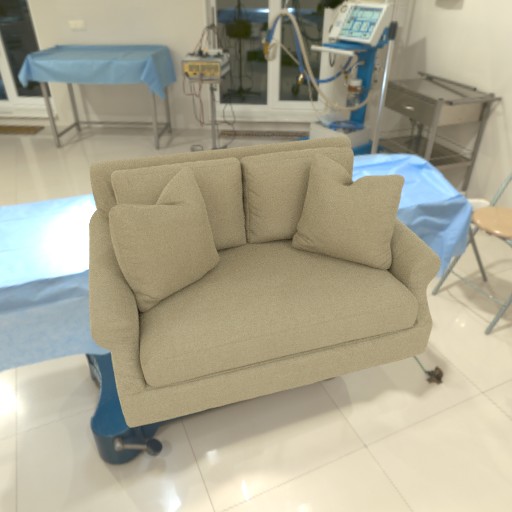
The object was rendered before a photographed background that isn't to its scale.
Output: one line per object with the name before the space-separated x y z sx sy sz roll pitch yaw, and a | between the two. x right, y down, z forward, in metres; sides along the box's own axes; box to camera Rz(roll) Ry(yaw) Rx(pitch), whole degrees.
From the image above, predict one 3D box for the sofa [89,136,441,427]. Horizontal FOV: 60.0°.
sofa | 0.000 0.000 2.182 1.550 0.905 1.070 -10 35 -14
